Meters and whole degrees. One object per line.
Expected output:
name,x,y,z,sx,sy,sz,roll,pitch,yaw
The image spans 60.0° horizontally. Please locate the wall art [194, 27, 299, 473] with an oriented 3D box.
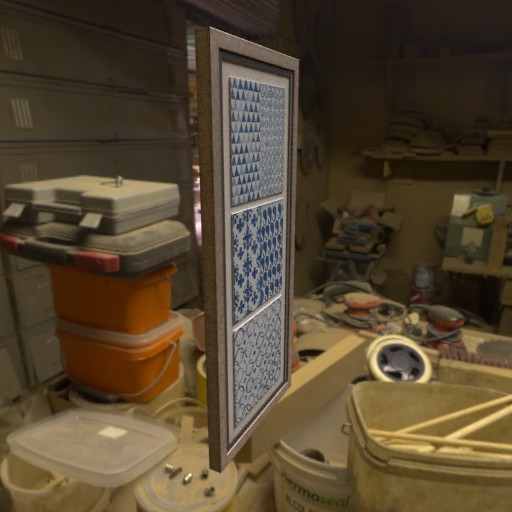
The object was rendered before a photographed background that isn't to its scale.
wall art,0.000,0.000,1.689,0.051,1.461,0.648,8,17,26
